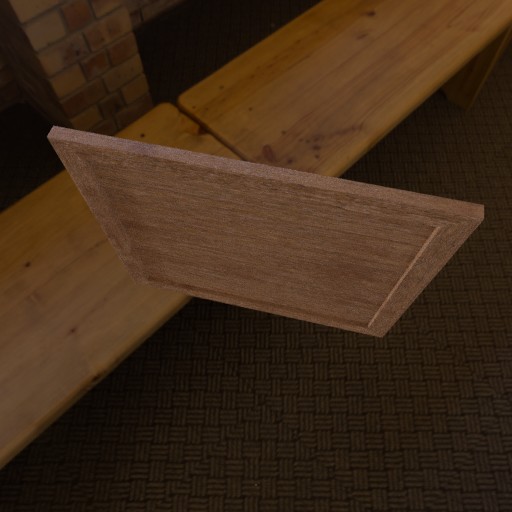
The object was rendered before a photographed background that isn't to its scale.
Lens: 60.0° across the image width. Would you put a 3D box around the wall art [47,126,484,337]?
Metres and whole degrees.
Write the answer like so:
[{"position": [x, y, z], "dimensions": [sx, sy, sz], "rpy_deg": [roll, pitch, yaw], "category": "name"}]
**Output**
[{"position": [0.000, 0.000, 0.950], "dimensions": [0.690, 0.588, 0.026], "rpy_deg": [12, 63, 6], "category": "wall art"}]
